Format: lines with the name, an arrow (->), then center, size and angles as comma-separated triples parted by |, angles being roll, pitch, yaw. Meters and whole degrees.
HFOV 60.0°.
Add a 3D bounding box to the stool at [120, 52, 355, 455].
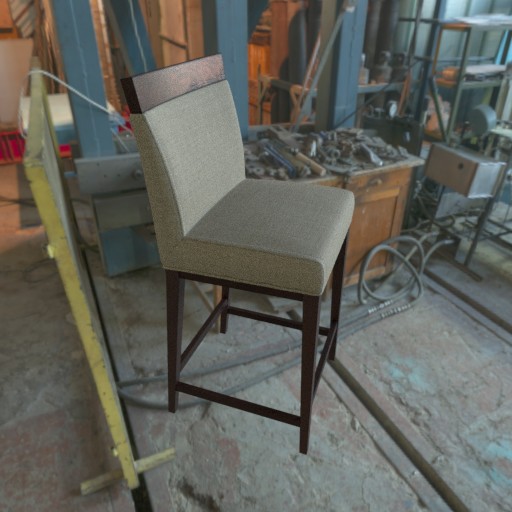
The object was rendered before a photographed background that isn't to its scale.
stool -> 0.000, 0.000, 1.275 | 0.480, 1.011, 0.463 | 11, 32, 17
